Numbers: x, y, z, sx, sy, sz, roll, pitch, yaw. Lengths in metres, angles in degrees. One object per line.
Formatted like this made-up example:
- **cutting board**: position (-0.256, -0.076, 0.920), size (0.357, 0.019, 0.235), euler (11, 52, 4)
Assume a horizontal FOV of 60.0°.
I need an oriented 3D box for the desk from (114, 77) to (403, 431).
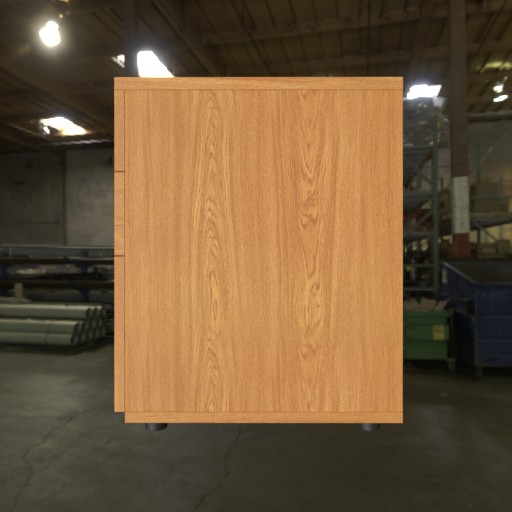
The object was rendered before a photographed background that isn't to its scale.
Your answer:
- **desk**: position (0.000, 0.000, 1.105), size (0.600, 0.730, 0.404), euler (0, 0, 0)
